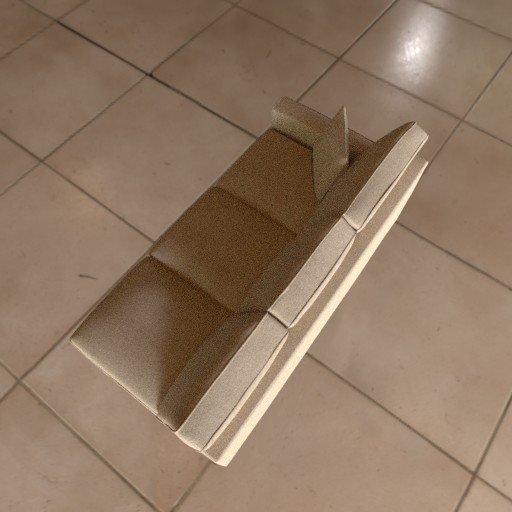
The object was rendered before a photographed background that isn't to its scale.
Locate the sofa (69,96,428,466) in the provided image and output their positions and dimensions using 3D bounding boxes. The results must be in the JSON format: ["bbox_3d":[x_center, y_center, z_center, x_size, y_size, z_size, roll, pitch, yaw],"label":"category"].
[{"bbox_3d":[0.000,0.000,2.509,1.034,0.946,1.962,33,68,15],"label":"sofa"}]
